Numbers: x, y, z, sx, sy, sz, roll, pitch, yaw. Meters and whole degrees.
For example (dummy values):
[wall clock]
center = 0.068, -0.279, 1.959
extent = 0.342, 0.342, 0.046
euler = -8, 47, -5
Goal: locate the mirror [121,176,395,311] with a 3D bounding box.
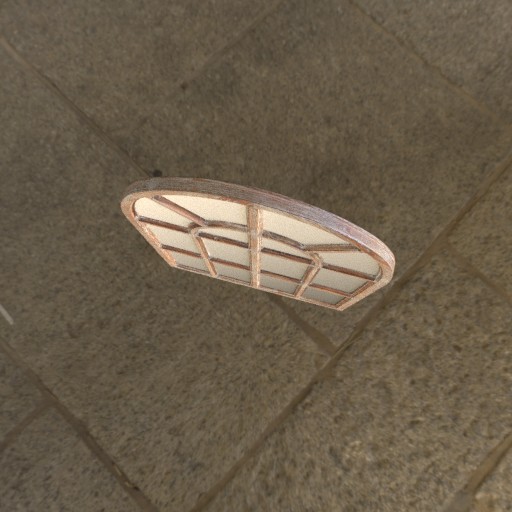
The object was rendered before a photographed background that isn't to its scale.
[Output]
[mirror]
center = 0.000, 0.000, 1.212
extent = 0.660, 0.920, 0.032
euler = 14, 77, 3
